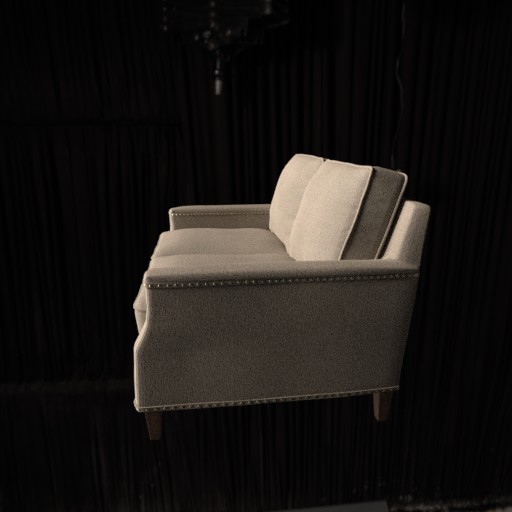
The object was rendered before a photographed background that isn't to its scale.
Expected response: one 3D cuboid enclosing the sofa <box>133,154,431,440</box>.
[{"bbox_3d":[0.000,0.000,2.301,1.084,1.003,1.597,-2,15,-7],"label":"sofa"}]
